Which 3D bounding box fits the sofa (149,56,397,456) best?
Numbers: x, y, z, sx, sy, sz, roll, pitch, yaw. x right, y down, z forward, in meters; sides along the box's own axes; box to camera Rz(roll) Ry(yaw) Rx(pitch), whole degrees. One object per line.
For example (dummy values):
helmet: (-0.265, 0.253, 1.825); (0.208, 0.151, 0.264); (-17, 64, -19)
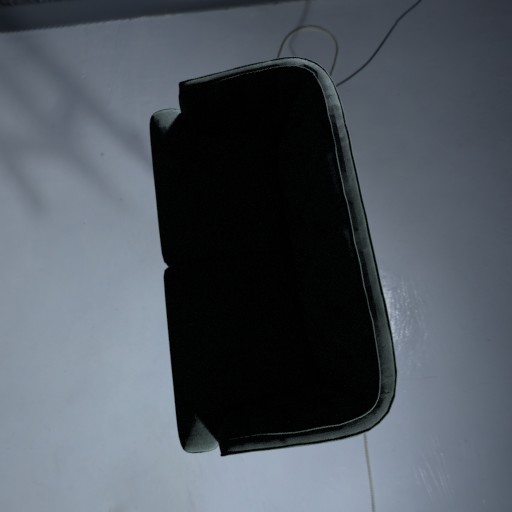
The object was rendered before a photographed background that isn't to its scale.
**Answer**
sofa: (0.000, 0.000, 2.212); (0.941, 0.855, 1.733); (-8, 76, -2)
